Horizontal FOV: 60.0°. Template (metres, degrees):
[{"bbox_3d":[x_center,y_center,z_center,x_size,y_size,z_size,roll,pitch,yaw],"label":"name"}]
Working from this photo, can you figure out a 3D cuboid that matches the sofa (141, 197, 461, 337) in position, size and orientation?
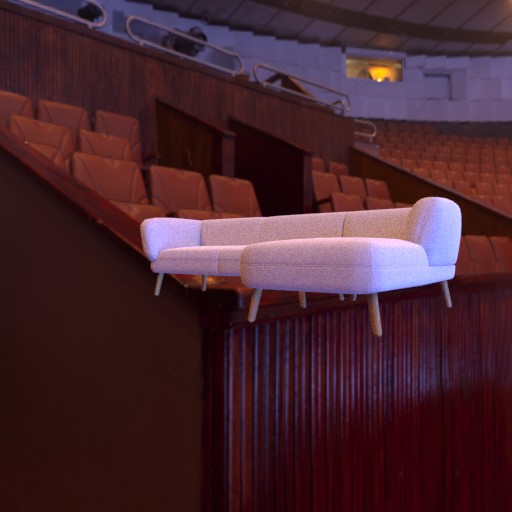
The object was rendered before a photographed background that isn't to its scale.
[{"bbox_3d":[0.000,0.000,3.327,2.660,0.730,1.610,0,0,36],"label":"sofa"}]
